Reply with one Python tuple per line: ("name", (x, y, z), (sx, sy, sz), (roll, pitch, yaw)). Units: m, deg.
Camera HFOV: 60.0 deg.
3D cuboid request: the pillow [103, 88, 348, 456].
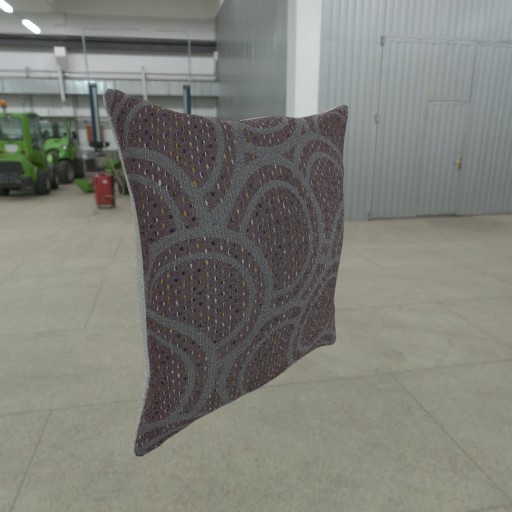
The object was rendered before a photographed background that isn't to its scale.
("pillow", (0.000, 0.000, 0.761), (0.163, 0.513, 0.514), (14, 21, 41))
